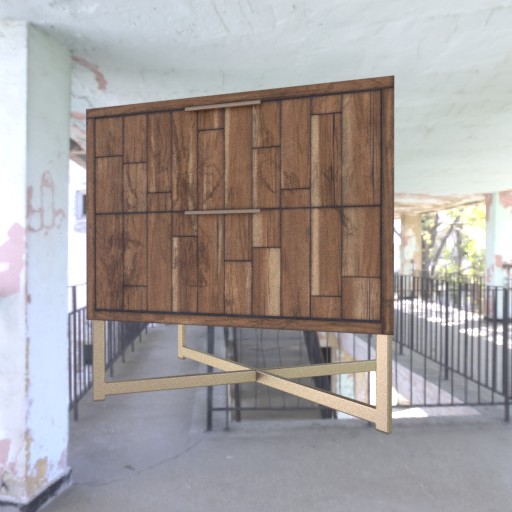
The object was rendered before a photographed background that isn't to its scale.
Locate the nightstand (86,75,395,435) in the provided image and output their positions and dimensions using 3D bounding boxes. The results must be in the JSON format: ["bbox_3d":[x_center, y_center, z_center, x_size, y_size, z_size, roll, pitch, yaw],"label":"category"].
[{"bbox_3d":[0.000,0.000,1.033,0.610,0.610,0.446,0,0,17],"label":"nightstand"}]
